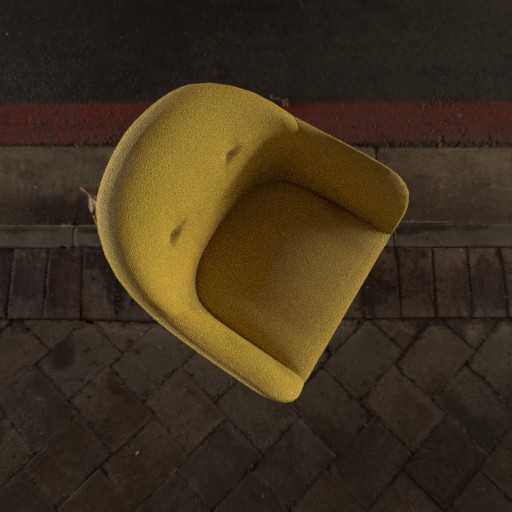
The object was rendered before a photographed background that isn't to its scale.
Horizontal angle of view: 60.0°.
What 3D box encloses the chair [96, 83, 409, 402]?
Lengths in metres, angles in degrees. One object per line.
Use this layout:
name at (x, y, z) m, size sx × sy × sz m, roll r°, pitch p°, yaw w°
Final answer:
chair at (0.000, 0.000, 1.144) m, size 0.565 × 0.775 × 0.545 m, roll 32°, pitch 79°, yaw 7°
